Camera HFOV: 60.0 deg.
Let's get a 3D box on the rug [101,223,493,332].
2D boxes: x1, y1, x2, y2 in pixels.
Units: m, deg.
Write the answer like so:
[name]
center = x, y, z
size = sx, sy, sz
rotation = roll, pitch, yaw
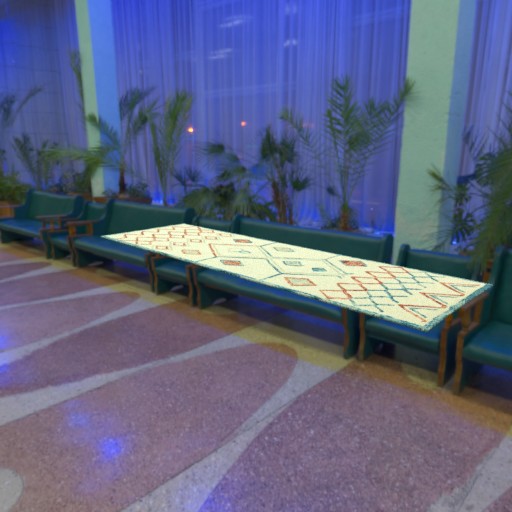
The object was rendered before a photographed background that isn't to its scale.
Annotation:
[rug]
center = 0.000, 0.000, 2.682
size = 2.435, 0.011, 0.750
rotation = 13, 19, 42
